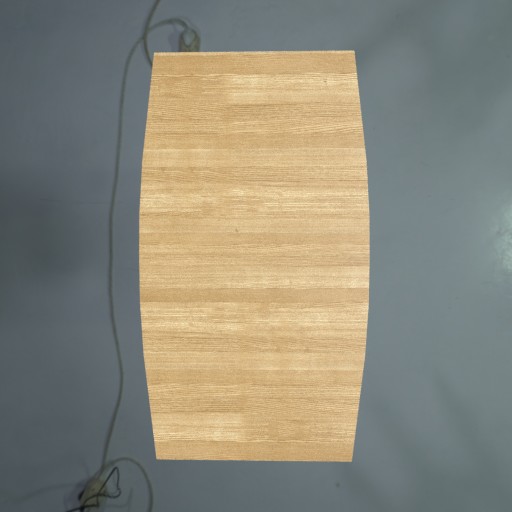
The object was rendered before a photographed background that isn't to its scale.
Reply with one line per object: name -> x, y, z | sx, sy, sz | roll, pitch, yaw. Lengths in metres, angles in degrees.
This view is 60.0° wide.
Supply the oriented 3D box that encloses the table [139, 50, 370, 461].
table -> 0.000, 0.000, 2.105 | 0.900, 0.748, 1.598 | 0, 92, 1
